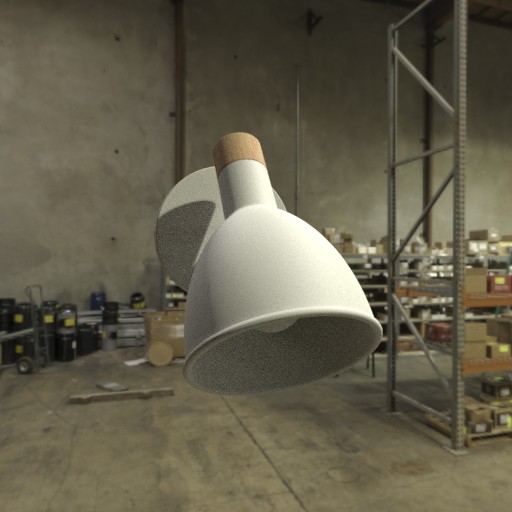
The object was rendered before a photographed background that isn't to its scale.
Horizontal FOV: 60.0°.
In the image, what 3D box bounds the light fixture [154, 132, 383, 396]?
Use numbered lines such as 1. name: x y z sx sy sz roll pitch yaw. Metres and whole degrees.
1. light fixture: 0.000 0.000 0.323 0.127 0.199 0.209 0 0 -18
